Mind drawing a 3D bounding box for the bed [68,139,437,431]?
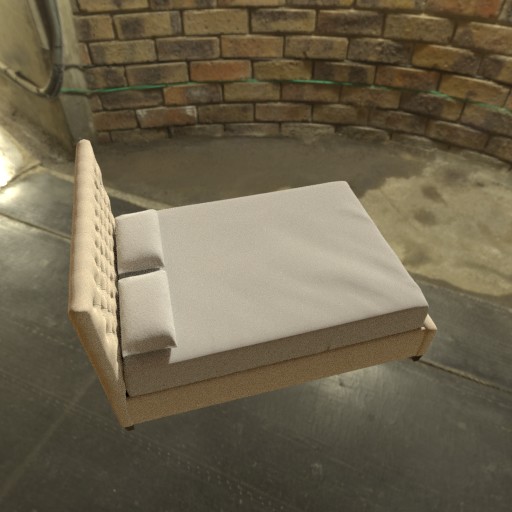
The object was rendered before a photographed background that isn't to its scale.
[{"bbox_3d":[0.000,0.000,3.461,2.387,1.427,1.698,-10,46,-10],"label":"bed"}]
